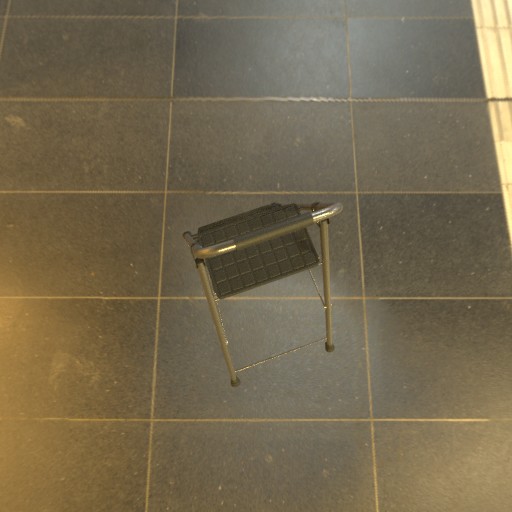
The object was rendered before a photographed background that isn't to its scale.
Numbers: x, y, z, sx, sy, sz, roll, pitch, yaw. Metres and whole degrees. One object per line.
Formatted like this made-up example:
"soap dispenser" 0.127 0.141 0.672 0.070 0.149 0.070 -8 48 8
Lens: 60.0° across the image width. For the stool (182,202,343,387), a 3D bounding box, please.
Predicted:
"stool" 0.000 0.000 1.445 0.473 1.121 0.733 -19 75 -5
